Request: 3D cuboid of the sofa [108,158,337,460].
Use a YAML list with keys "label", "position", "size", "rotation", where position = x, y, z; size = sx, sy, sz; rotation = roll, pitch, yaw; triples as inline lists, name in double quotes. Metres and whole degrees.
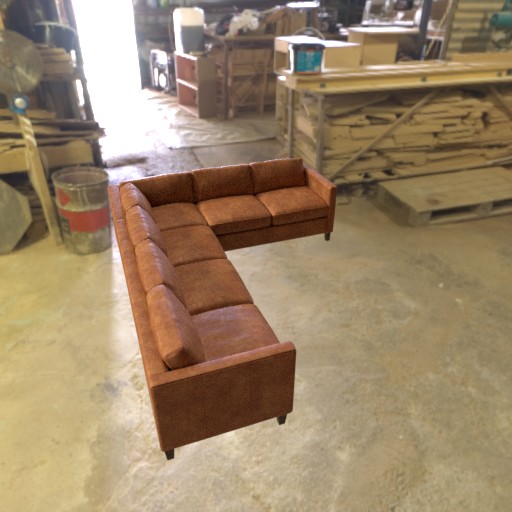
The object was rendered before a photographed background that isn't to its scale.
- label: "sofa"
  position: [0.000, 0.000, 4.222]
  size: [2.438, 0.838, 3.167]
  rotation: [-11, 33, -17]
